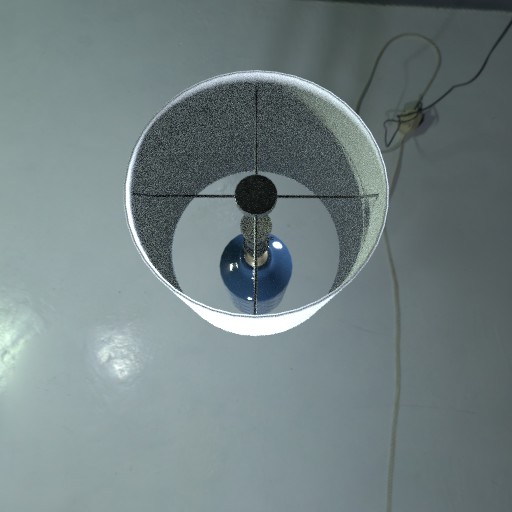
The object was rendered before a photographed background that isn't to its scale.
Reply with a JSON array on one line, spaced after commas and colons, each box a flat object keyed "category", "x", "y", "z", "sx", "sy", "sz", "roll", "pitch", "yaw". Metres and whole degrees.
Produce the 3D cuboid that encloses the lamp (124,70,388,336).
[{"category": "lamp", "x": 0.000, "y": 0.000, "z": 0.569, "sx": 0.207, "sy": 0.461, "sz": 0.207, "roll": 0, "pitch": 76, "yaw": 0}]
